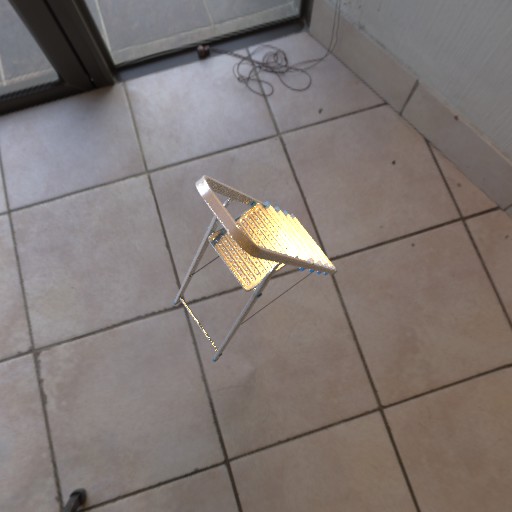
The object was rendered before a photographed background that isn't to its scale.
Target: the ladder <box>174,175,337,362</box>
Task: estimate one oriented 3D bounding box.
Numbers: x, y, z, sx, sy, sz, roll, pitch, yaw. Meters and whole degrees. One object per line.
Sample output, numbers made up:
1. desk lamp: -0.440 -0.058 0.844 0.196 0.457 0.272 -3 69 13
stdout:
1. ladder: 0.000 0.000 2.099 0.990 1.648 0.468 -35 78 -8
